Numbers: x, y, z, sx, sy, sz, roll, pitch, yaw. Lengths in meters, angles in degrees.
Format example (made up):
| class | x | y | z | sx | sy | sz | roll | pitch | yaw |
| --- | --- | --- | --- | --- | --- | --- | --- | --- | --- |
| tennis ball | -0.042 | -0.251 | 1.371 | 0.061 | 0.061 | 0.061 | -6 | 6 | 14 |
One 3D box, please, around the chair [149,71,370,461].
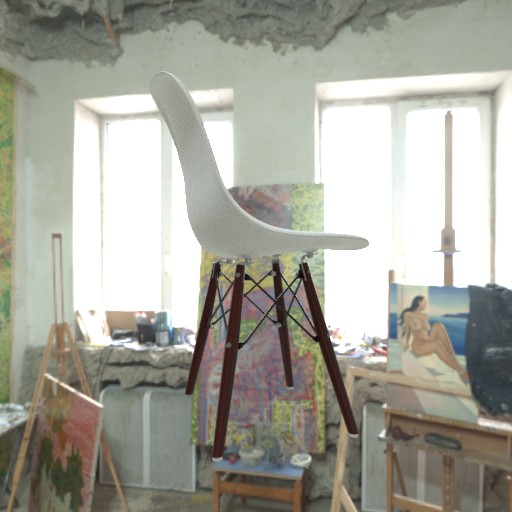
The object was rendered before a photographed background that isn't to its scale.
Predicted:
| class | x | y | z | sx | sy | sz | roll | pitch | yaw |
| --- | --- | --- | --- | --- | --- | --- | --- | --- | --- |
| chair | 0.000 | 0.000 | 1.141 | 0.533 | 0.826 | 0.470 | 0 | 0 | -19 |
